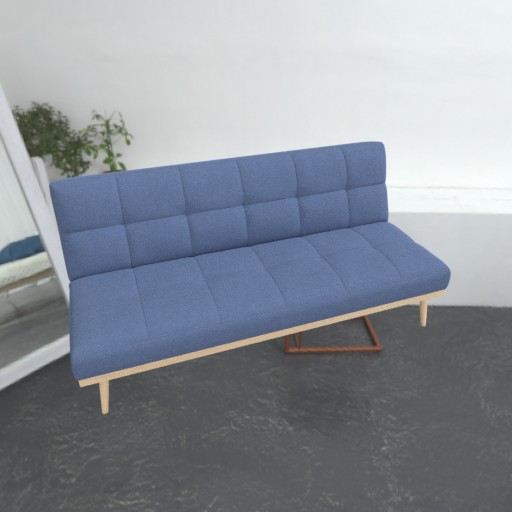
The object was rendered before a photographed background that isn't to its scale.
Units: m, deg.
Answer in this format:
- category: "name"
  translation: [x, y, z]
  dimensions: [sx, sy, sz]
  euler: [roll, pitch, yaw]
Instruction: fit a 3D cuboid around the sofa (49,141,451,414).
- category: "sofa"
  translation: [0.000, 0.000, 2.216]
  dimensions: [1.800, 0.800, 0.796]
  euler: [-11, 33, -17]
